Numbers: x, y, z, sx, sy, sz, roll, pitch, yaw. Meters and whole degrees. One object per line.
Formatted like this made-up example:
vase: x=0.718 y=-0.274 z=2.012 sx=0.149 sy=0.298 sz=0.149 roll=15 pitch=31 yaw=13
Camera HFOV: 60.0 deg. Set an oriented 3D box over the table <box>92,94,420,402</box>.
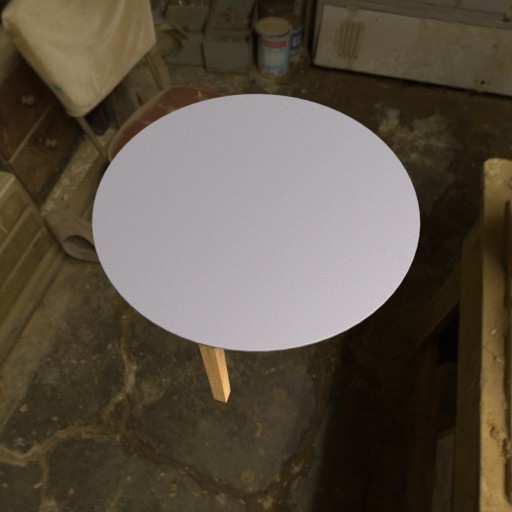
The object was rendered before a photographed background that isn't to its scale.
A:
table: x=0.000 y=0.000 z=0.997 sx=0.600 sy=0.405 sz=0.600 roll=0 pitch=57 yaw=0
